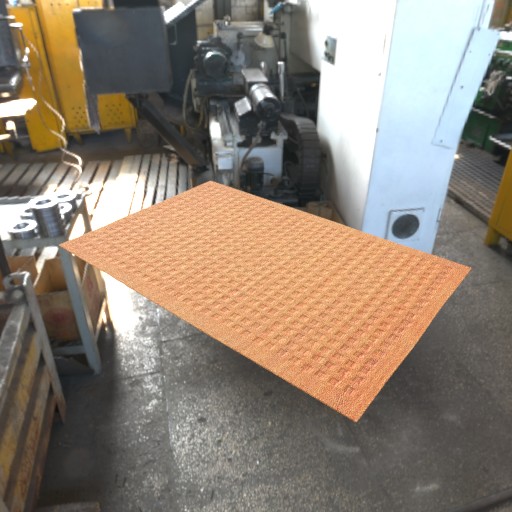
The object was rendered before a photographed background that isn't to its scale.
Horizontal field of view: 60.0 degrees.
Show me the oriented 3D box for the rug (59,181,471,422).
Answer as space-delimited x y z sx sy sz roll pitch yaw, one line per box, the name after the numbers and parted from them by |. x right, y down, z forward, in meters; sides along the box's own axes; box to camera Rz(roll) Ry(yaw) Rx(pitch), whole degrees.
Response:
0.000 0.000 2.228 1.747 0.006 1.143 23 38 33 | rug
